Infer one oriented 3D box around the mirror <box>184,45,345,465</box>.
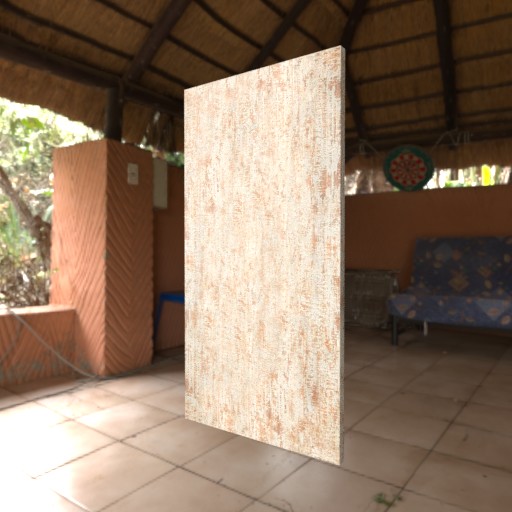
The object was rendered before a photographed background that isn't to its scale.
[{"bbox_3d":[0.000,0.000,1.119,0.472,0.922,0.027,1,1,35],"label":"mirror"}]
